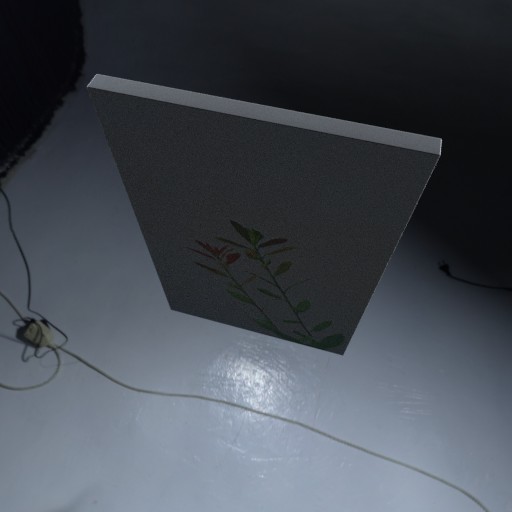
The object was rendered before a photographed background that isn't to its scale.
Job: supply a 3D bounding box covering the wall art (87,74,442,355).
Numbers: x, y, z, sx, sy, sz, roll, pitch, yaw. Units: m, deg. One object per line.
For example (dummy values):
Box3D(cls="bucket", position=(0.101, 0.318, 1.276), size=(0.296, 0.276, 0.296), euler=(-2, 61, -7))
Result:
Box3D(cls="wall art", position=(0.000, 0.000, 1.136), size=(0.612, 0.915, 0.039), euler=(14, 59, 8))
